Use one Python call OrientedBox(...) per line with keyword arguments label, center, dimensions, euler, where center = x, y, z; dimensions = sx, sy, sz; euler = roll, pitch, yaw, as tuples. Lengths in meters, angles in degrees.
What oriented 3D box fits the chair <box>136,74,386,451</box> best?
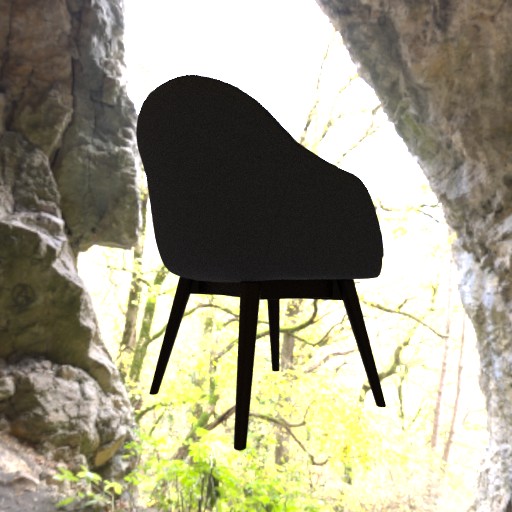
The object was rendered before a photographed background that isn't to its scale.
OrientedBox(label="chair", center=(0.000, 0.000, 1.240), dimensions=(0.611, 0.810, 0.589), euler=(0, 0, -35))
